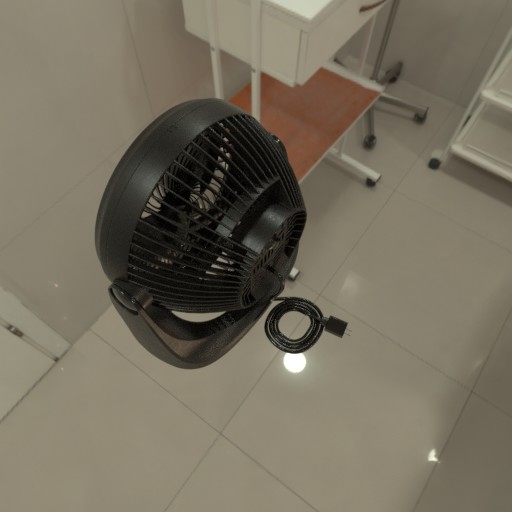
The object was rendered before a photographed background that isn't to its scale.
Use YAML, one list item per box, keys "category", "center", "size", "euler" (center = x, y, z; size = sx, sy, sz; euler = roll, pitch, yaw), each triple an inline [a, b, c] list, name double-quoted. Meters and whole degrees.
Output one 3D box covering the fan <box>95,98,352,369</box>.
- category: "fan"
  center: [0.000, 0.000, 0.489]
  size: [0.256, 0.277, 0.273]
  euler: [32, 66, 16]
